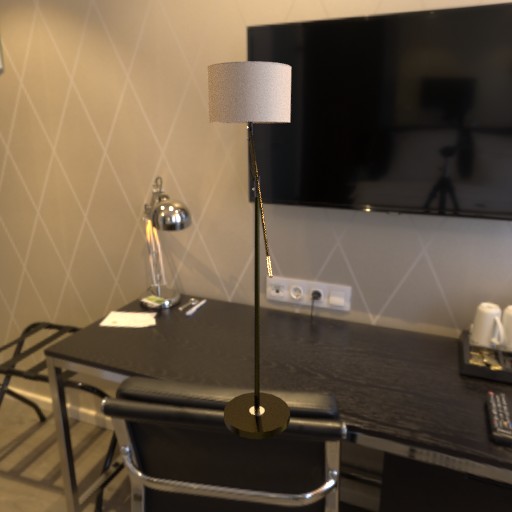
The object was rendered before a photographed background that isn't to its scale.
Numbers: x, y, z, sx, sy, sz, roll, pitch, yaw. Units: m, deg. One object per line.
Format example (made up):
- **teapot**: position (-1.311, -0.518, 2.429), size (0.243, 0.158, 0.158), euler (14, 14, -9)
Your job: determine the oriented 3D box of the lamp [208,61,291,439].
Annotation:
- **lamp**: position (0.000, 0.000, 1.988), size (0.373, 1.635, 0.809), euler (-2, 16, -7)
